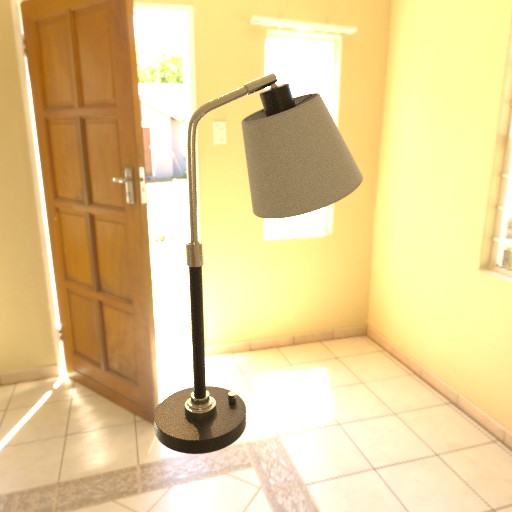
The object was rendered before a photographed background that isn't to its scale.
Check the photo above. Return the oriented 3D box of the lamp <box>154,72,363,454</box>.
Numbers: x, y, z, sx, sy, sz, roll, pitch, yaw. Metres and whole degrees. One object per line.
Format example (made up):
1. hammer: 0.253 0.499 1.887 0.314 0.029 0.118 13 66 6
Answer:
1. lamp: 0.000 0.000 0.694 0.348 0.539 0.181 -7 17 -26
